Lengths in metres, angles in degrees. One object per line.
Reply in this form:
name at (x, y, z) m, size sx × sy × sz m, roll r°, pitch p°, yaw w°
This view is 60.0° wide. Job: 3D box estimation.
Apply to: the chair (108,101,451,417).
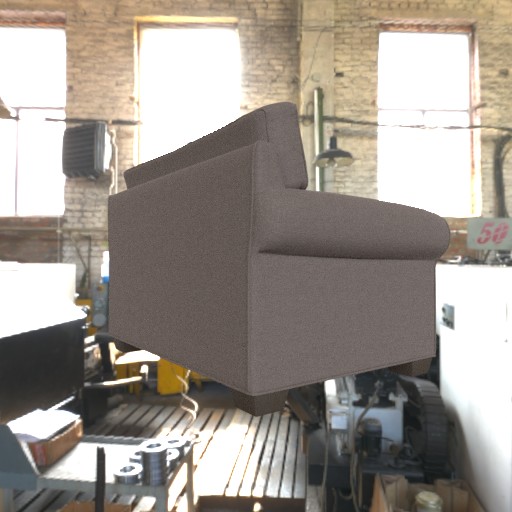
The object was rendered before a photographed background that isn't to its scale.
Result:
chair at (0.000, 0.000, 1.992) m, size 0.930 × 0.930 × 1.390 m, roll 0°, pitch -1°, yaw -36°
